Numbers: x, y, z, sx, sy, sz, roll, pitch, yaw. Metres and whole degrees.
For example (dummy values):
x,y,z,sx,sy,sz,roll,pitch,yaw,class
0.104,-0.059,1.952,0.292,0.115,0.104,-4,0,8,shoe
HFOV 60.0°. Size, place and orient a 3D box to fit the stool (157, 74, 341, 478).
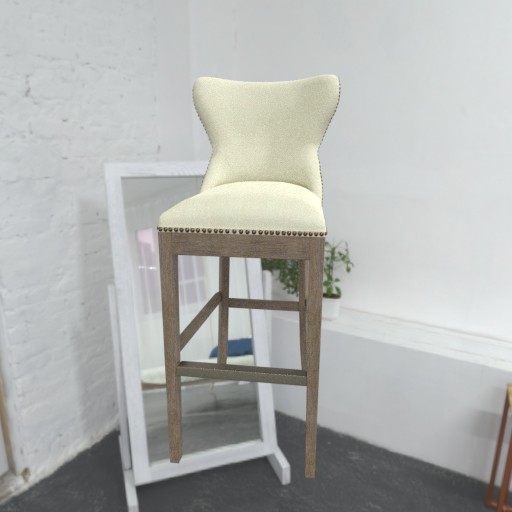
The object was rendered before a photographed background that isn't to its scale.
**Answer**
x,y,z,sx,sy,sz,roll,pitch,yaw,class
0.000,0.000,1.417,0.494,1.123,0.606,2,16,8,stool
